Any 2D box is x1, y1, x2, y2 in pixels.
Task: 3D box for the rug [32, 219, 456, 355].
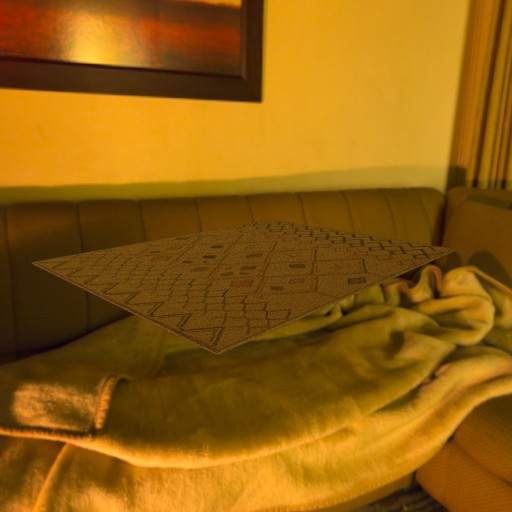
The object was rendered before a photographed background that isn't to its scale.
[{"bbox_3d":[0.000,0.000,4.054,2.441,0.016,3.050,14,20,43],"label":"rug"}]
